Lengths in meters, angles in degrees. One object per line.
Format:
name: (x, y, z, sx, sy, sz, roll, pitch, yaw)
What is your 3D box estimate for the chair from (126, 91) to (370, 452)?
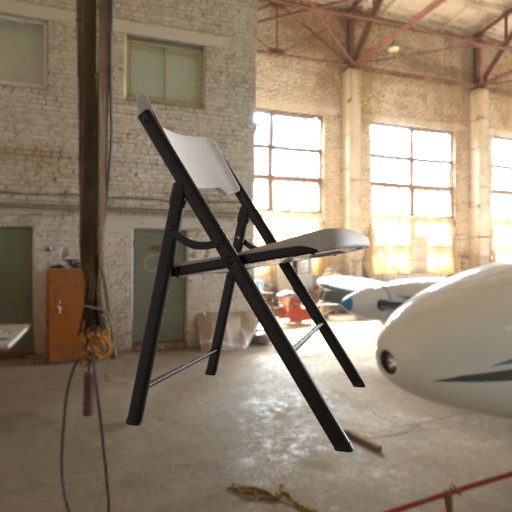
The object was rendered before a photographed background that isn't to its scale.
chair: (0.000, 0.000, 1.160, 0.577, 0.765, 0.482, 0, 0, 17)
